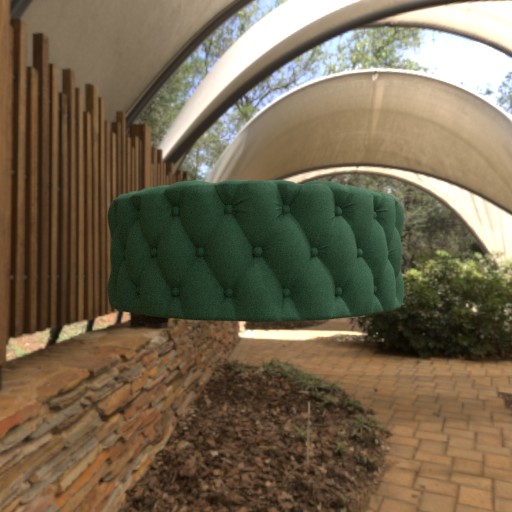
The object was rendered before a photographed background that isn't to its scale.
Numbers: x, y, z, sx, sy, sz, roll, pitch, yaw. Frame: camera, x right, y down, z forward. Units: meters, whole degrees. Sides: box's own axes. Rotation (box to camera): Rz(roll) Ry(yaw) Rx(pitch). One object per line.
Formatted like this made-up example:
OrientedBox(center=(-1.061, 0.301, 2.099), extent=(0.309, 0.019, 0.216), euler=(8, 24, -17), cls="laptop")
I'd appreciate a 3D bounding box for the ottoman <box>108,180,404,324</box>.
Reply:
OrientedBox(center=(0.000, 0.000, 1.566), extent=(0.998, 0.399, 0.998), euler=(0, -1, 0), cls="ottoman")
